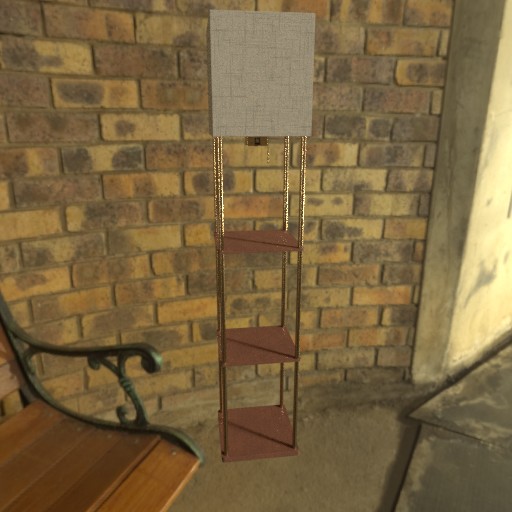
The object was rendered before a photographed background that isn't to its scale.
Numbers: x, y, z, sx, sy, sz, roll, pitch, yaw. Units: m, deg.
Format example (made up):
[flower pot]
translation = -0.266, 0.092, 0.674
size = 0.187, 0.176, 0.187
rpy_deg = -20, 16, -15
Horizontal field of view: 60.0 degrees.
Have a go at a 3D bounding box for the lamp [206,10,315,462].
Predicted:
[lamp]
translation = 0.000, 0.000, 1.654
size = 0.310, 1.569, 0.308
rpy_deg = -2, 17, -8
